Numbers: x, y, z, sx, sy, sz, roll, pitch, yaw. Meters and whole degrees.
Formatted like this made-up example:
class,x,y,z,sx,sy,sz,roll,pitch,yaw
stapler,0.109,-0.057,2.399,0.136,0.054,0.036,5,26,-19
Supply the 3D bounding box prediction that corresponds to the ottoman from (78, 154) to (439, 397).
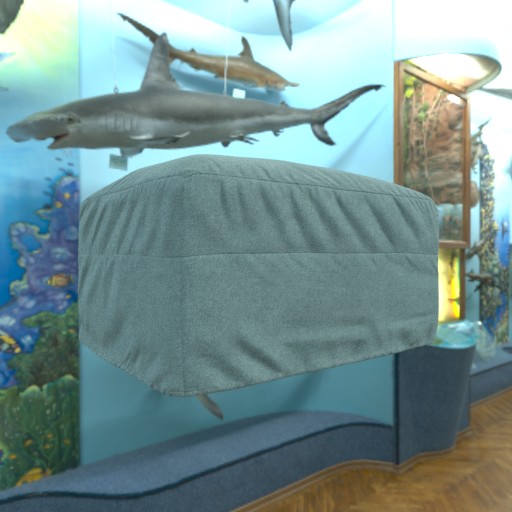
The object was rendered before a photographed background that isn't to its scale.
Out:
class,x,y,z,sx,sy,sz,roll,pitch,yaw
ottoman,0.000,0.000,1.240,0.837,0.481,0.683,0,0,-37
